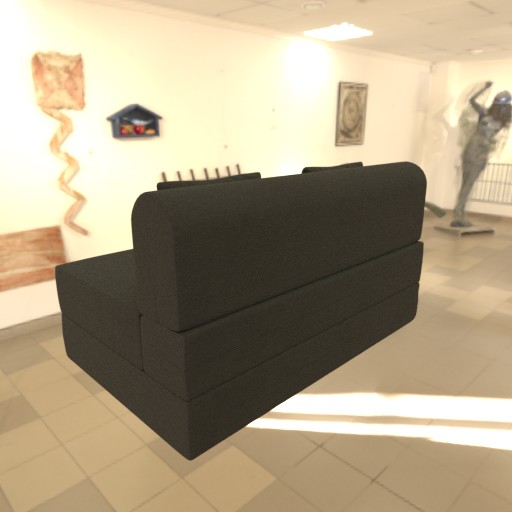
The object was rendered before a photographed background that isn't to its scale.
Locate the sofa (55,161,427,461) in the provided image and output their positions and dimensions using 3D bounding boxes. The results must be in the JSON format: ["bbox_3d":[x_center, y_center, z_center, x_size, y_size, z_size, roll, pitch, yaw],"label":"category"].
[{"bbox_3d":[0.000,0.000,1.685,1.225,0.670,0.762,-16,23,-42],"label":"sofa"}]
